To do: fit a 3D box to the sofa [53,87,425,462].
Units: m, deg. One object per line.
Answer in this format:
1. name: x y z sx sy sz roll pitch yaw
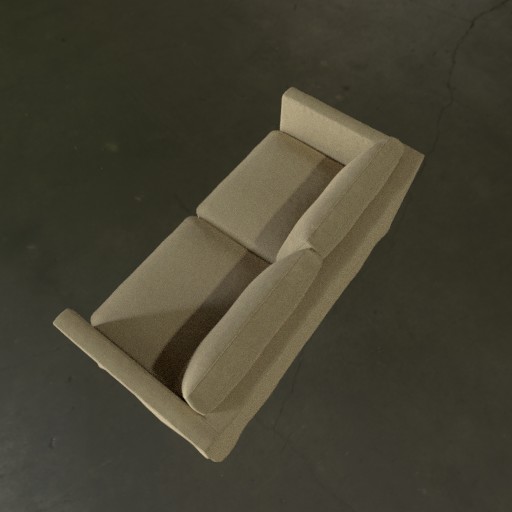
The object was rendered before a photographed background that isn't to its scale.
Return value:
1. sofa: 0.000 0.000 2.505 0.962 0.835 1.959 34 67 16
